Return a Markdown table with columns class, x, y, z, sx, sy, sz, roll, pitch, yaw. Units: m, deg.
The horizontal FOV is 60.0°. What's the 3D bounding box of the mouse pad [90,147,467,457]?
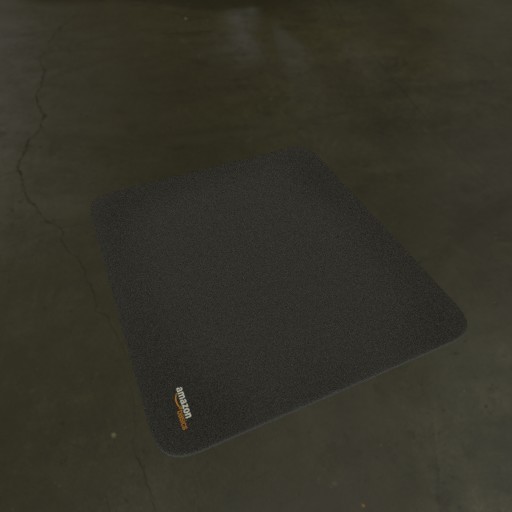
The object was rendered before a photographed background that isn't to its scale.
| class | x | y | z | sx | sy | sz | roll | pitch | yaw |
| --- | --- | --- | --- | --- | --- | --- | --- | --- | --- |
| mouse pad | 0.000 | 0.000 | 0.320 | 0.203 | 0.003 | 0.229 | -18 | 49 | -16 |
